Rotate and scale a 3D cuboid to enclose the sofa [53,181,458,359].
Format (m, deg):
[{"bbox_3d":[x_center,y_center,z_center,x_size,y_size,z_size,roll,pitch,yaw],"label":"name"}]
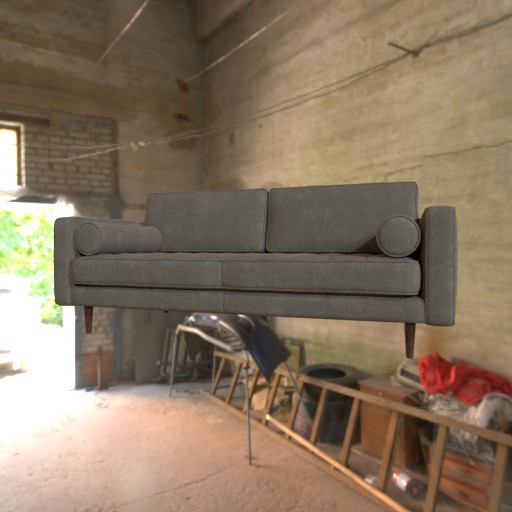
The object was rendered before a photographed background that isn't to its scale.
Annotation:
[{"bbox_3d":[0.000,0.000,2.312,1.883,0.769,0.920,0,1,19],"label":"sofa"}]
